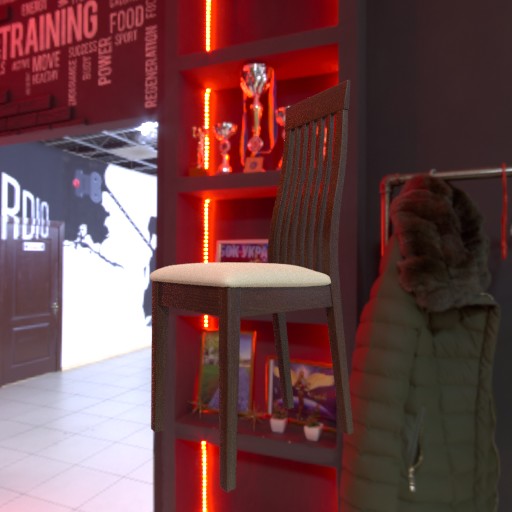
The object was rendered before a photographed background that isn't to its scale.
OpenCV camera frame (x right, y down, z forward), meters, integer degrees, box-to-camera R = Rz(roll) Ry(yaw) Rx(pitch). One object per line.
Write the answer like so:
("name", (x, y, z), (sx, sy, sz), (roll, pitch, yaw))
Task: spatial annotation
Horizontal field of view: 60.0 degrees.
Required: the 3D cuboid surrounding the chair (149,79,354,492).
("chair", (0.000, 0.000, 1.272), (0.474, 1.027, 0.460), (1, -1, -34))
